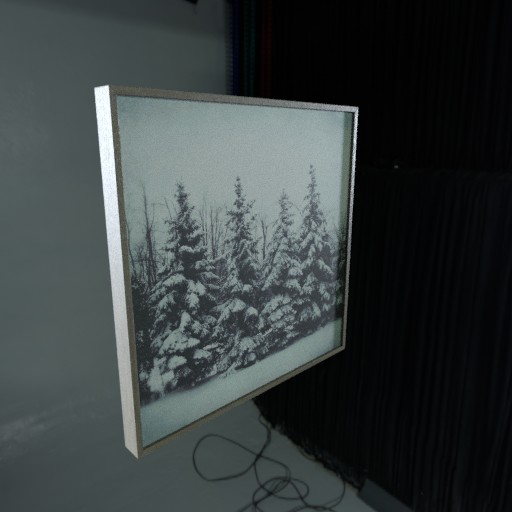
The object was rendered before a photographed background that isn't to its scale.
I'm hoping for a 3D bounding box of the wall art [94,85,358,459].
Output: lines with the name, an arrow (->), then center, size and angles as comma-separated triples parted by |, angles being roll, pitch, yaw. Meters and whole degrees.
wall art -> 0.000, 0.000, 0.758 | 0.507, 0.507, 0.037 | -14, 20, -42
